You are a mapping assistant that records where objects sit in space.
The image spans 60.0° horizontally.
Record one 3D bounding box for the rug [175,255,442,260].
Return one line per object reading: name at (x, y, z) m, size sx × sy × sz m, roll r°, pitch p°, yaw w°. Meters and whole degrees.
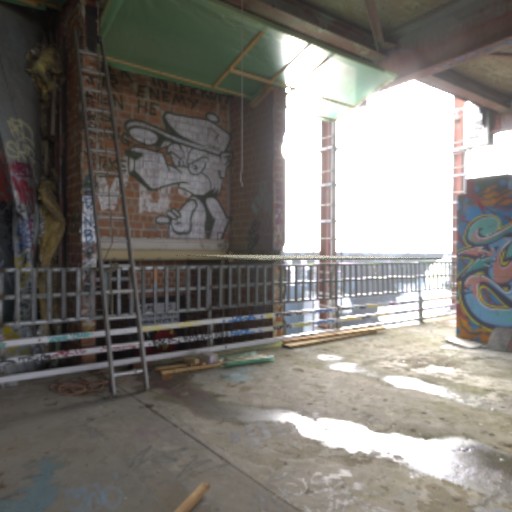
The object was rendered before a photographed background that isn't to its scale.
rug at (0.000, 0.000, 2.593) m, size 0.686 × 0.013 × 2.340 m, roll 0°, pitch 0°, yaw -17°
